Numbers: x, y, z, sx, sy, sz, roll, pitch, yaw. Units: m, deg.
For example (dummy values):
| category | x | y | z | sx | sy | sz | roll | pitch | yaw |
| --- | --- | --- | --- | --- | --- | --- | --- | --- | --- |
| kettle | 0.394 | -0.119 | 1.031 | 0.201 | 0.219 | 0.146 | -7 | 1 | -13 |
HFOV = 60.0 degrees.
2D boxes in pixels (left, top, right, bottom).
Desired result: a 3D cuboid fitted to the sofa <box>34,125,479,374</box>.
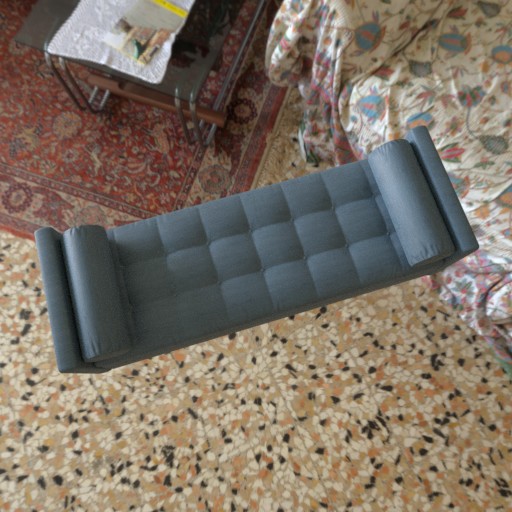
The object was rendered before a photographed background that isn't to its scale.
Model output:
| category | x | y | z | sx | sy | sz | roll | pitch | yaw |
| --- | --- | --- | --- | --- | --- | --- | --- | --- | --- |
| sofa | 0.000 | 0.000 | 2.353 | 1.981 | 0.635 | 0.686 | -16 | 75 | -4 |
